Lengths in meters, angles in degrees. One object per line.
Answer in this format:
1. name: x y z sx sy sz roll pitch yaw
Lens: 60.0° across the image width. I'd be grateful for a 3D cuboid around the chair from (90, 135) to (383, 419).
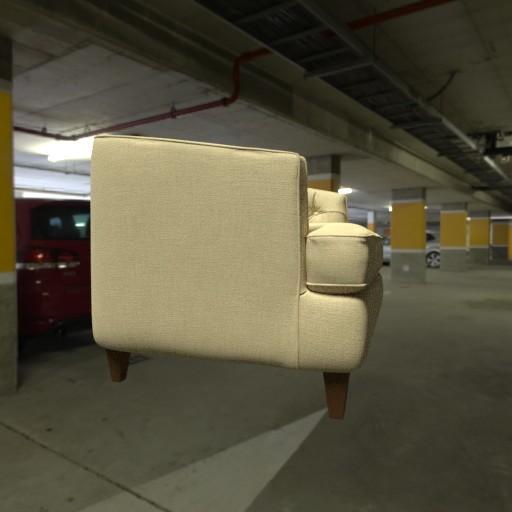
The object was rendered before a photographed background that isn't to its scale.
1. chair: 0.000 0.000 1.694 0.914 0.787 1.118 1 2 18
